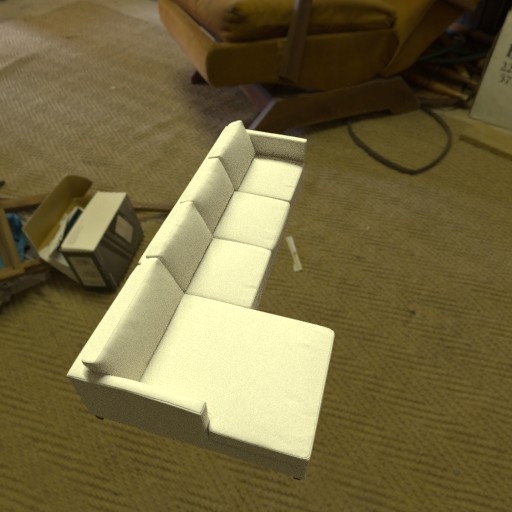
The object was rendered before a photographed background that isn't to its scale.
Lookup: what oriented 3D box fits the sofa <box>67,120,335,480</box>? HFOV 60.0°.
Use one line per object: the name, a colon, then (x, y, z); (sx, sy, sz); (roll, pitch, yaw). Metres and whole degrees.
sofa: (0.000, 0.000, 3.900); (1.625, 0.846, 3.186); (12, 48, 11)
